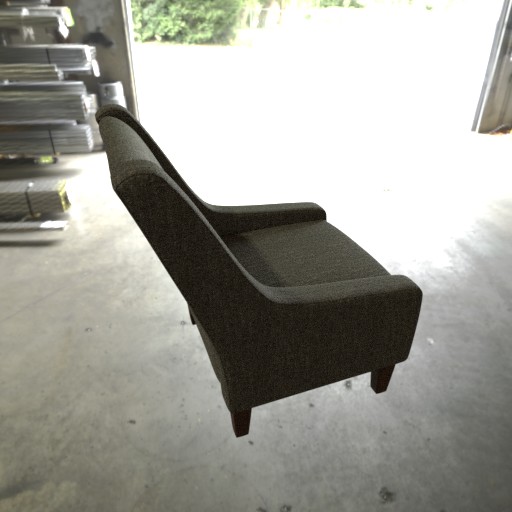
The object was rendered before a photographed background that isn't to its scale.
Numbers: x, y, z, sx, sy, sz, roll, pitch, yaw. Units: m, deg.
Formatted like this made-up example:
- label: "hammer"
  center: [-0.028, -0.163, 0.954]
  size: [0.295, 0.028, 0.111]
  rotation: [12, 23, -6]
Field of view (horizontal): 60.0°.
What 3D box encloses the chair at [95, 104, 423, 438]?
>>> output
- label: "chair"
  center: [0.000, 0.000, 1.647]
  size: [0.944, 1.012, 0.793]
  rotation: [-11, 32, -18]
